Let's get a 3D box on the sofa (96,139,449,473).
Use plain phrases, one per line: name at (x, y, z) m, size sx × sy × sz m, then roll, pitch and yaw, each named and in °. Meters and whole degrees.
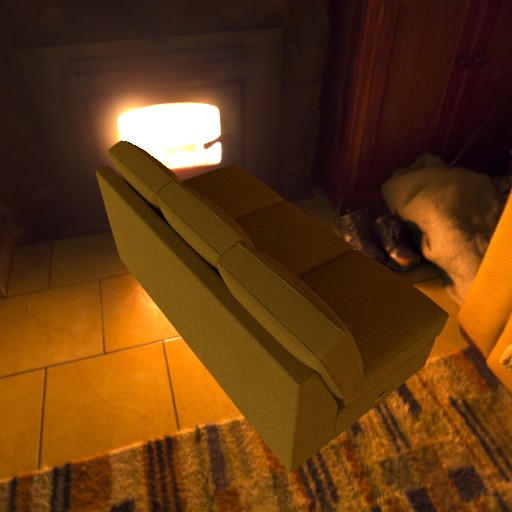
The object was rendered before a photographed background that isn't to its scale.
sofa at (0.000, 0.000, 2.768) m, size 1.127 × 1.036 × 2.092 m, roll -26°, pitch 47°, yaw -27°
